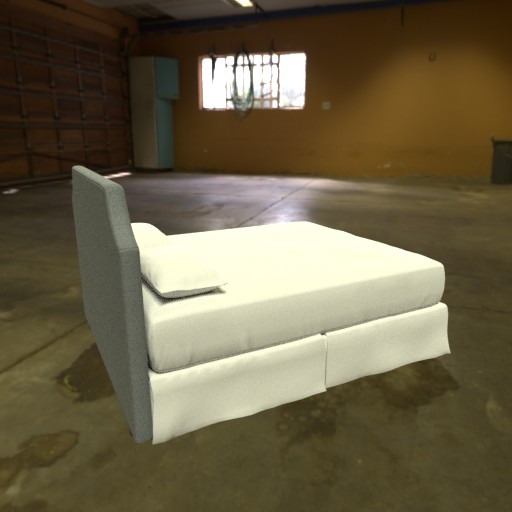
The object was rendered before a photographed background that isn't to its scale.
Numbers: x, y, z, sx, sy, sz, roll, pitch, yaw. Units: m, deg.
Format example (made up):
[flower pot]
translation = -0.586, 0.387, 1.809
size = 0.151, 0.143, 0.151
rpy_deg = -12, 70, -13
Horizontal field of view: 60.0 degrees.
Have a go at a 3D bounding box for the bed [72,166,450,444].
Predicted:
[bed]
translation = 0.000, 0.000, 3.256
size = 2.259, 1.296, 1.811
rpy_deg = -8, 18, -27
